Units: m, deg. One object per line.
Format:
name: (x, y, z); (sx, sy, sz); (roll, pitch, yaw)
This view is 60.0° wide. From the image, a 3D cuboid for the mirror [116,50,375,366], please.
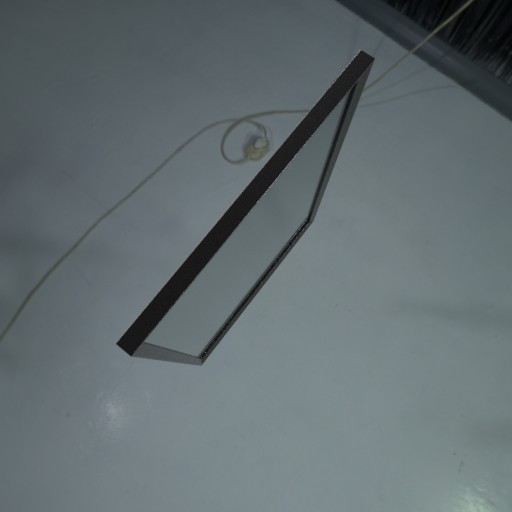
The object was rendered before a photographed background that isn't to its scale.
mirror: (0.000, 0.000, 1.338); (0.041, 1.016, 0.762); (37, 78, 9)
